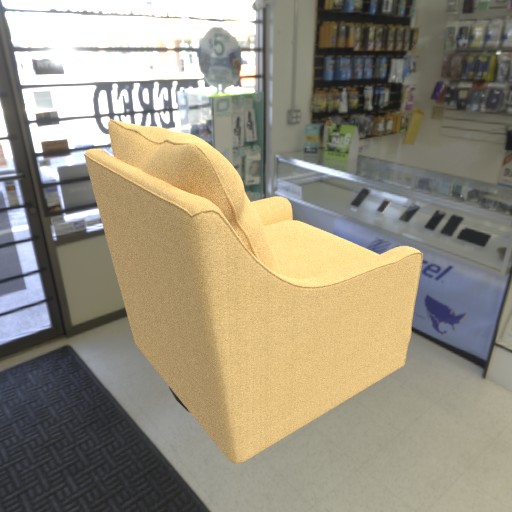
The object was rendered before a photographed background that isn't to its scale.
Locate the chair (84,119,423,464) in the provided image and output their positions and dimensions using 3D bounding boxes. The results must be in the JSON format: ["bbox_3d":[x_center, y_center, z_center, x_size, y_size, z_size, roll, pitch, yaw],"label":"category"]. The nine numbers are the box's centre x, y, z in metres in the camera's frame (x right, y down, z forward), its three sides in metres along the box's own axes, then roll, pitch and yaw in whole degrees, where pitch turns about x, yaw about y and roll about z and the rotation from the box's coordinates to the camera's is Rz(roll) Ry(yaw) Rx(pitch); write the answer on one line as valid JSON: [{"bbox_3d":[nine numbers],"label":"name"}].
[{"bbox_3d":[0.000,0.000,1.548,0.876,0.927,0.760,-17,30,-32],"label":"chair"}]
